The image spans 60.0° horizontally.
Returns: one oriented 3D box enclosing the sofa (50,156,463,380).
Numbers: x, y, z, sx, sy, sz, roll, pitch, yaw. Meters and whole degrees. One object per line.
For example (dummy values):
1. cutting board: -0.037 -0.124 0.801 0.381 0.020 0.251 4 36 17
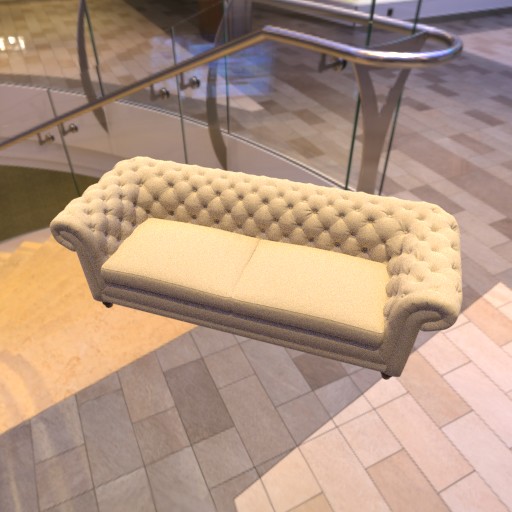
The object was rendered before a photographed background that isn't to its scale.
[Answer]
1. sofa: 0.000 0.000 3.253 2.694 0.847 1.076 12 41 14
